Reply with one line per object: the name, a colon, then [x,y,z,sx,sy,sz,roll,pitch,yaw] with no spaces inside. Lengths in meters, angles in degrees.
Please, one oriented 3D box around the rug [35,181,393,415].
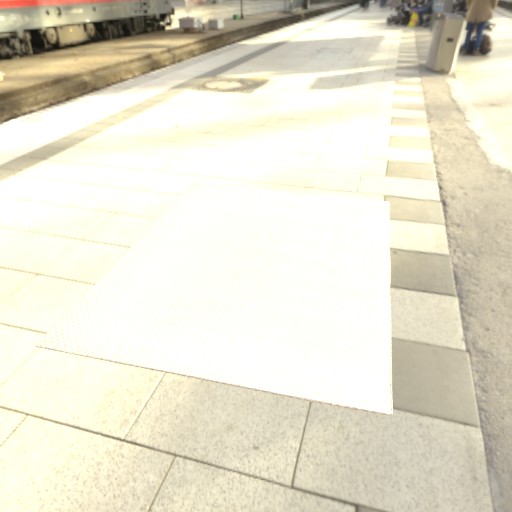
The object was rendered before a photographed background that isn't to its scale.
rug: [0.000,0.000,3.864,2.277,0.035,2.897,7,32,12]
